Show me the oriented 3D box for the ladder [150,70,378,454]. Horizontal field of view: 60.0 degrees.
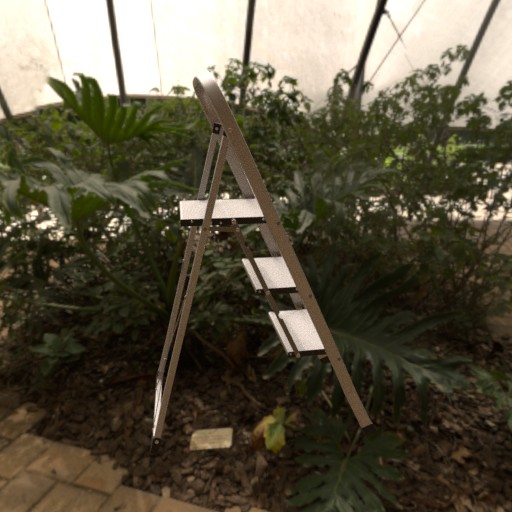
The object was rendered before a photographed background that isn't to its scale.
[{"bbox_3d":[0.000,0.000,1.407,0.704,1.070,0.465,-3,17,-9],"label":"ladder"}]
